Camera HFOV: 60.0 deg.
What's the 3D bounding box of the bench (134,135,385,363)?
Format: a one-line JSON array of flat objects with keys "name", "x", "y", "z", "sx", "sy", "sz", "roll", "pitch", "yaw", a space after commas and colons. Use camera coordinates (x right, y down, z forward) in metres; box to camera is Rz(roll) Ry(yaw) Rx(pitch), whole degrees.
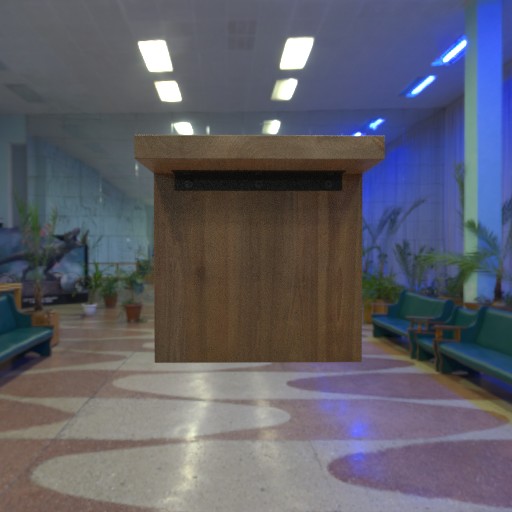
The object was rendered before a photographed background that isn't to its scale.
[{"name": "bench", "x": 0.000, "y": 0.000, "z": 1.404, "sx": 0.458, "sy": 0.458, "sz": 1.183, "roll": 0, "pitch": 1, "yaw": -1}]
